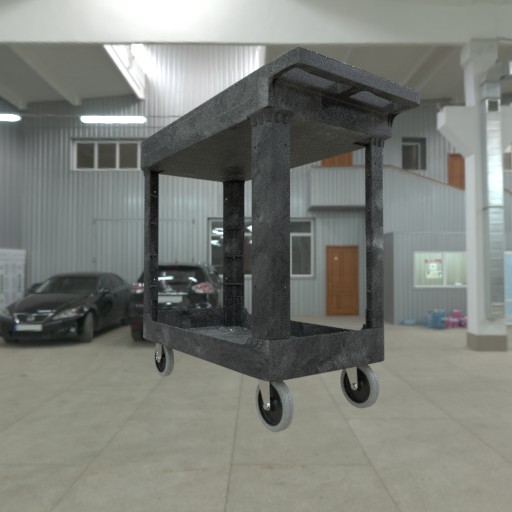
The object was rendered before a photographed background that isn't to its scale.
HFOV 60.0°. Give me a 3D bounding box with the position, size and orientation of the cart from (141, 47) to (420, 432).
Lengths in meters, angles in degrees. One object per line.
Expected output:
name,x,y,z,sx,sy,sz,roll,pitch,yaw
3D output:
cart,0.000,0.000,1.351,0.420,0.824,0.877,1,-2,-35
